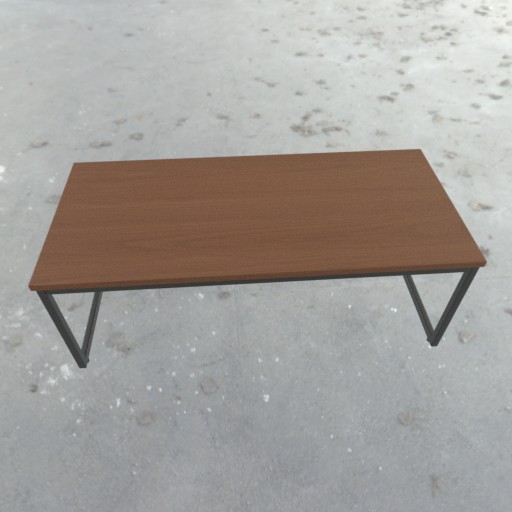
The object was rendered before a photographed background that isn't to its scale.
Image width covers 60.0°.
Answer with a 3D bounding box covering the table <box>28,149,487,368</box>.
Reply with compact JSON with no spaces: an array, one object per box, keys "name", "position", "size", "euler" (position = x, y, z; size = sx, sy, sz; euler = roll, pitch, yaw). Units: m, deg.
[{"name":"table","position":[0.000,0.000,1.374],"size":[1.100,0.400,0.500],"euler":[-3,46,-3]}]
